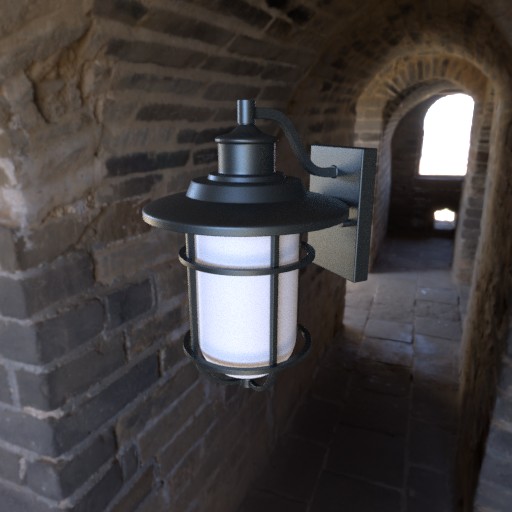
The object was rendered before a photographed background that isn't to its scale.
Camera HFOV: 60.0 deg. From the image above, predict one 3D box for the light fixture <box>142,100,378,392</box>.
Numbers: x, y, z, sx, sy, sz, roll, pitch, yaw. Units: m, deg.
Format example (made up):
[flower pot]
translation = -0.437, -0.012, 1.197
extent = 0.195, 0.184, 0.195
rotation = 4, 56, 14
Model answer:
[light fixture]
translation = 0.000, 0.000, 0.521
extent = 0.252, 0.345, 0.222
rotation = -8, 18, -25
